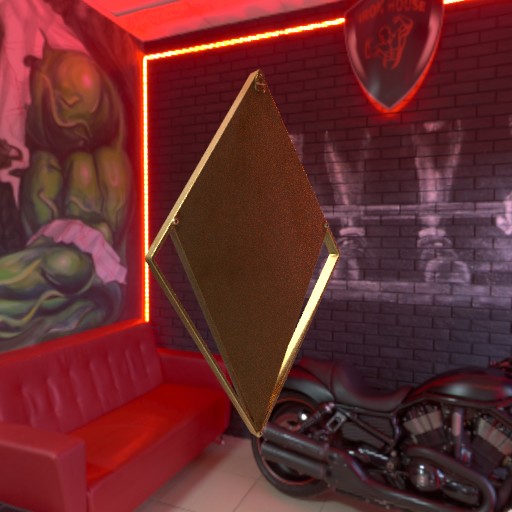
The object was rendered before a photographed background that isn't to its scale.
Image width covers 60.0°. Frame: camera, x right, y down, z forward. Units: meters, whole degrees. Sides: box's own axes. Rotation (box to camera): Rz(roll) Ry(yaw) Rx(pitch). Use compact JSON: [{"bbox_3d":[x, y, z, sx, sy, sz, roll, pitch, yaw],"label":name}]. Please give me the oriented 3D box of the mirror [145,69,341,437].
[{"bbox_3d":[0.000,0.000,0.826,0.419,0.679,0.032,-1,2,-35],"label":"mirror"}]
